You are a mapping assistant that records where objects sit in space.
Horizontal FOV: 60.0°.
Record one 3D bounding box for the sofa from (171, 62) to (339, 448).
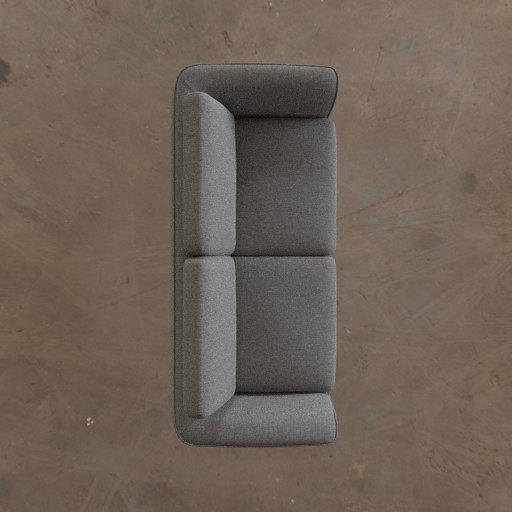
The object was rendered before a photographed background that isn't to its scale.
[{"bbox_3d":[0.000,0.000,2.481,0.920,0.870,2.000,0,91,0],"label":"sofa"}]
